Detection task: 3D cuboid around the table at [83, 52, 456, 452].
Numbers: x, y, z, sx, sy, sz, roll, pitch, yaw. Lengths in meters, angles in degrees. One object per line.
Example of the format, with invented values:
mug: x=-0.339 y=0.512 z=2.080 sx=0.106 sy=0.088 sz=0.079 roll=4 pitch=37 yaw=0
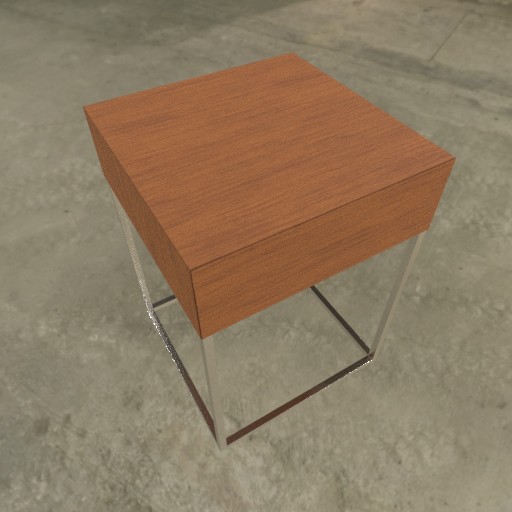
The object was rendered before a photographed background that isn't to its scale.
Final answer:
table: x=0.000 y=0.000 z=0.846 sx=0.397 sy=0.540 sz=0.398 roll=-24 pitch=51 yaw=-20
